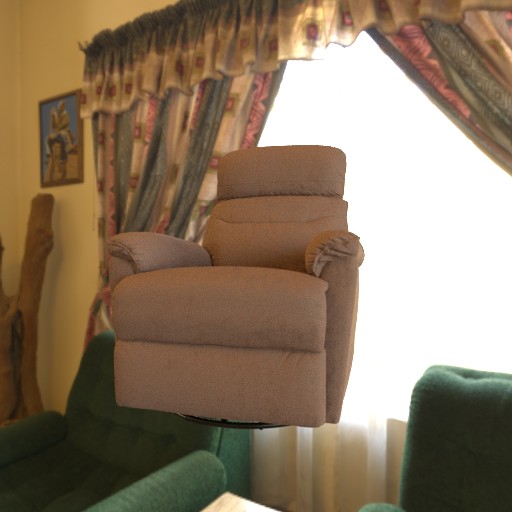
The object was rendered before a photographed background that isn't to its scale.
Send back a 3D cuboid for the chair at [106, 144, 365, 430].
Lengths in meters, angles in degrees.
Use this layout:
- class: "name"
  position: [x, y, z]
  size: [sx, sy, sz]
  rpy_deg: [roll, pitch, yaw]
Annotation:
- class: "chair"
  position: [0.000, 0.000, 1.703]
  size: [0.820, 1.037, 1.004]
  rpy_deg: [0, 1, 16]
